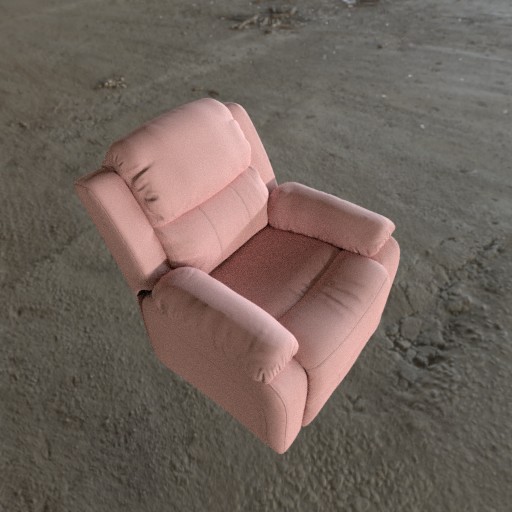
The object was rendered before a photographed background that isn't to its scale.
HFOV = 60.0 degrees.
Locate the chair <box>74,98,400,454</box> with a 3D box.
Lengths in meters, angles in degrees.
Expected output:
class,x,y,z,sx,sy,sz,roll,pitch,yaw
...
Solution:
class,x,y,z,sx,sy,sz,roll,pitch,yaw
chair,0.000,0.000,1.287,0.709,0.702,0.680,27,49,26
